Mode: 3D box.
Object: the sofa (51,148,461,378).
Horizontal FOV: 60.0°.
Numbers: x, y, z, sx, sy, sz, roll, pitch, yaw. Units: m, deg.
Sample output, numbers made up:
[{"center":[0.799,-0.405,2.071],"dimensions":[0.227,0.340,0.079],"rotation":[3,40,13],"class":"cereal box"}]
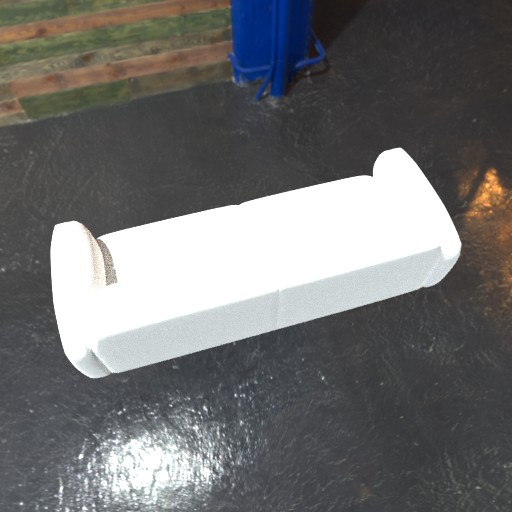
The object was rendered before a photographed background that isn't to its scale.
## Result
[{"center":[0.000,0.000,2.689],"dimensions":[2.280,0.780,0.870],"rotation":[-14,60,-8],"class":"sofa"}]
